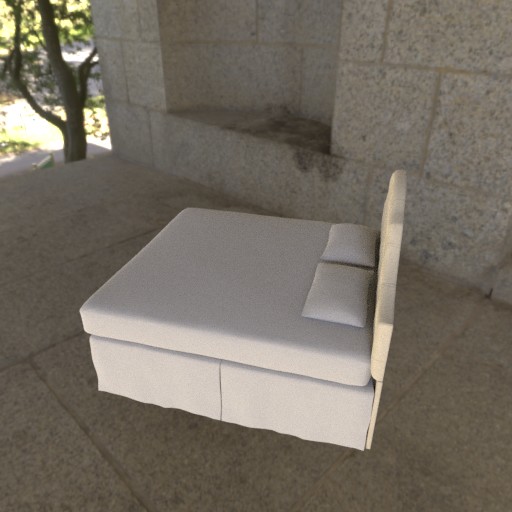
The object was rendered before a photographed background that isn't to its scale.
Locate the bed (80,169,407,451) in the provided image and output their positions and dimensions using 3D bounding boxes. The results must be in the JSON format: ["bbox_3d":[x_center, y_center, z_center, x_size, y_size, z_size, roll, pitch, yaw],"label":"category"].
[{"bbox_3d":[0.000,0.000,3.574,2.086,1.555,2.012,8,30,14],"label":"bed"}]
